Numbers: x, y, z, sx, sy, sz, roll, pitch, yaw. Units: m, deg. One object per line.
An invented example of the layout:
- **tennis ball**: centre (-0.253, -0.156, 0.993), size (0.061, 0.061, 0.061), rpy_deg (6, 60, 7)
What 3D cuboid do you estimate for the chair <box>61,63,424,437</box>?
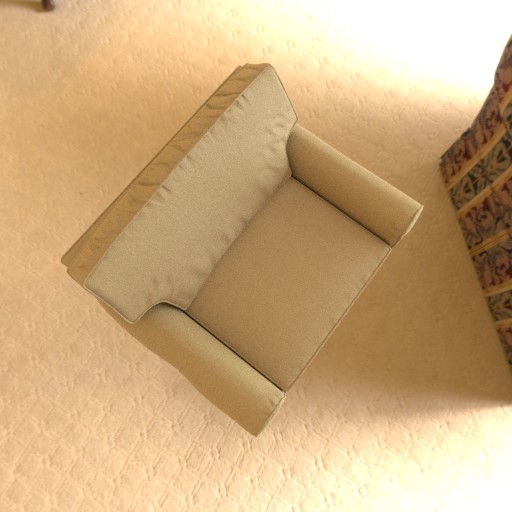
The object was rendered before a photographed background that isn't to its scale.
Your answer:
- **chair**: centre (0.000, 0.000, 1.791), size (0.903, 0.937, 1.096), rpy_deg (37, 78, 9)
